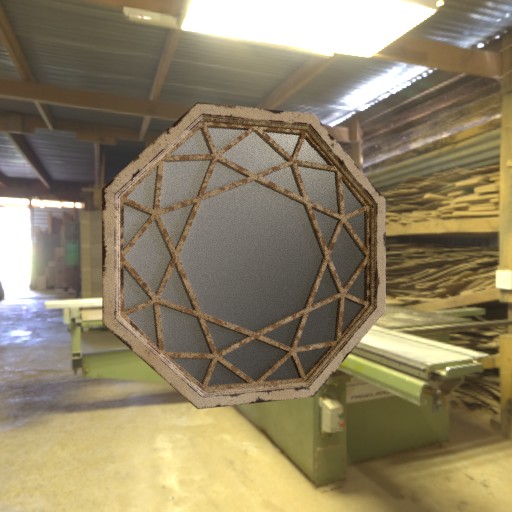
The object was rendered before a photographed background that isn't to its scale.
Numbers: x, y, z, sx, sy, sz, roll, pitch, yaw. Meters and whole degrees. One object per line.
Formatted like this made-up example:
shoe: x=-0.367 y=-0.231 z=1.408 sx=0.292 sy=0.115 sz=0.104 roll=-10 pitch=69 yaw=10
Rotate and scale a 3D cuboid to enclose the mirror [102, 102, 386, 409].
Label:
mirror: x=0.000 y=0.000 z=0.988 sx=0.648 sy=0.648 sz=0.031 roll=0 pitch=1 yaw=-17
